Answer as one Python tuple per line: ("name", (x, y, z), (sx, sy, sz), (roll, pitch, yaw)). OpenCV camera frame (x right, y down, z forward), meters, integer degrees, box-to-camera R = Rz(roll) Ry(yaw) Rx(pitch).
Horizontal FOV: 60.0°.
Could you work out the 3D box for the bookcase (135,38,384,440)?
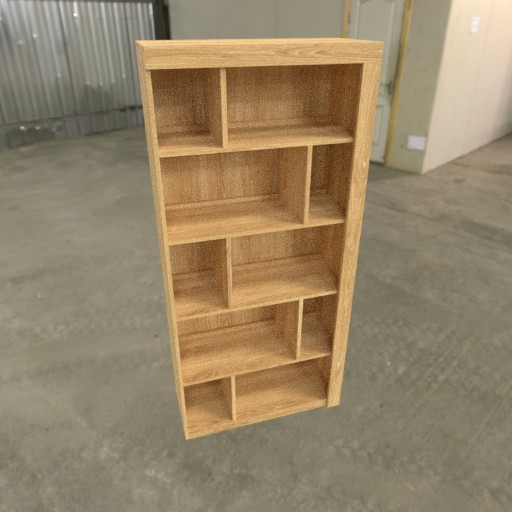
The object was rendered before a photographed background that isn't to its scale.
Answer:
("bookcase", (0.000, 0.000, 2.313), (0.950, 2.020, 0.420), (-8, 29, -15))
